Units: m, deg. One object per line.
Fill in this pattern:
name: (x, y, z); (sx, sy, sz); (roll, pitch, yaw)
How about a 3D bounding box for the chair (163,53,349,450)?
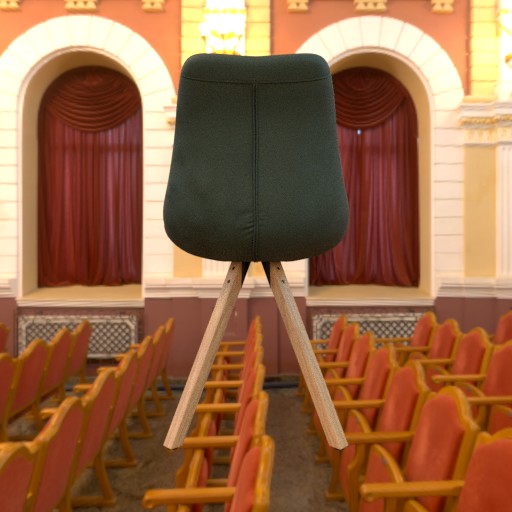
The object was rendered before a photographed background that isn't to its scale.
chair: (0.000, 0.000, 1.199); (0.483, 0.865, 0.547); (0, 0, 0)
